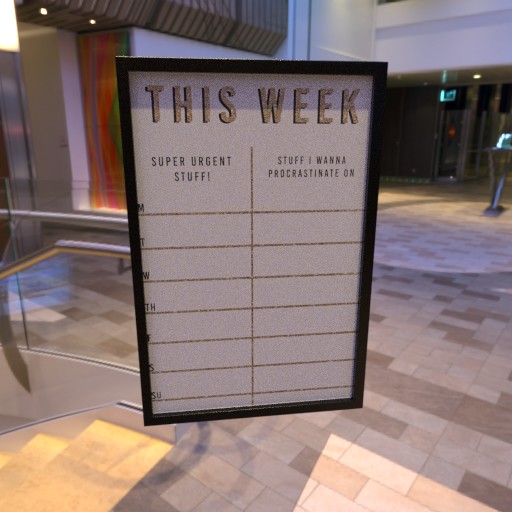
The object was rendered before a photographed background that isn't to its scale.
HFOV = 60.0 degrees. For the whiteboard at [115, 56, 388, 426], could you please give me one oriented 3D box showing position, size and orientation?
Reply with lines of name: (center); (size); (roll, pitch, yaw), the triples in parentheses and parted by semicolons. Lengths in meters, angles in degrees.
whiteboard: (0.000, 0.000, 0.746); (0.406, 0.611, 0.026); (-2, 16, -8)
